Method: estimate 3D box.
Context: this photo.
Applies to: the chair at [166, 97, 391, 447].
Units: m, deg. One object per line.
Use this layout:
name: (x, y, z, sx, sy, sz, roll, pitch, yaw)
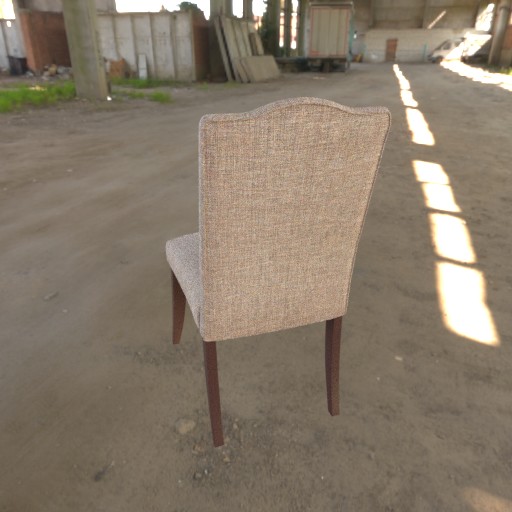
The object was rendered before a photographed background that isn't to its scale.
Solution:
chair: (0.000, 0.000, 1.404, 0.513, 1.016, 0.660, -8, 27, -16)
